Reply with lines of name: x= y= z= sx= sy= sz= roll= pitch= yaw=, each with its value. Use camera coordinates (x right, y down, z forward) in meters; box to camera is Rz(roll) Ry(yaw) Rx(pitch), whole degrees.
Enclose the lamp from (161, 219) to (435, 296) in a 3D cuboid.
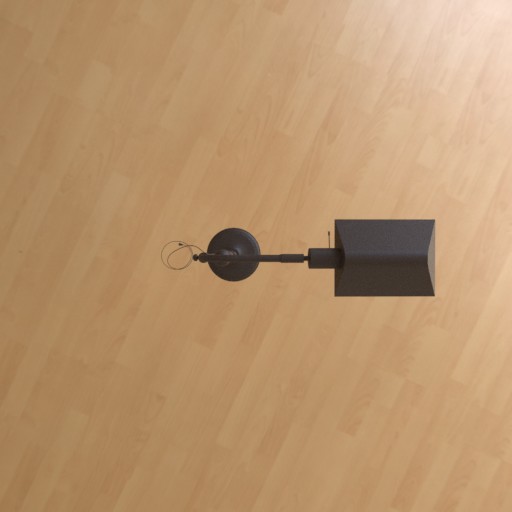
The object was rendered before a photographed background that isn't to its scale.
lamp: x=0.000 y=0.000 z=0.963 sx=0.545 sy=0.708 sz=0.159 roll=0 pitch=91 yaw=-1
